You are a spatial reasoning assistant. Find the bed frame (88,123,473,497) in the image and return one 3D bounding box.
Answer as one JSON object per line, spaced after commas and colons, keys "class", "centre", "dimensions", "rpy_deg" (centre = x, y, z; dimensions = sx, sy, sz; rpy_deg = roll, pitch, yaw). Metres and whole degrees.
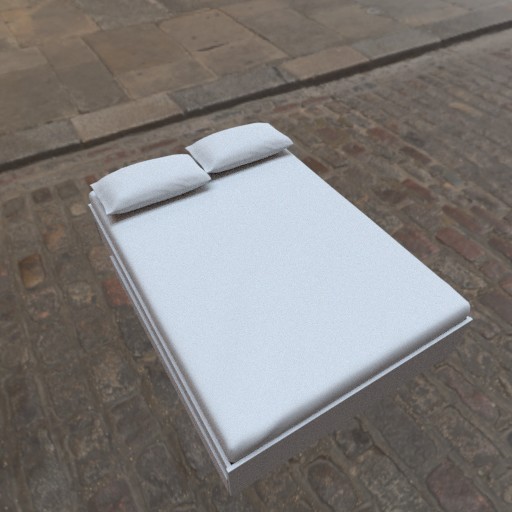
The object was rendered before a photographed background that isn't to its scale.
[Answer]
{"class": "bed frame", "centre": [0.000, 0.000, 2.615], "dimensions": [1.450, 0.629, 1.950], "rpy_deg": [-24, 51, -21]}
